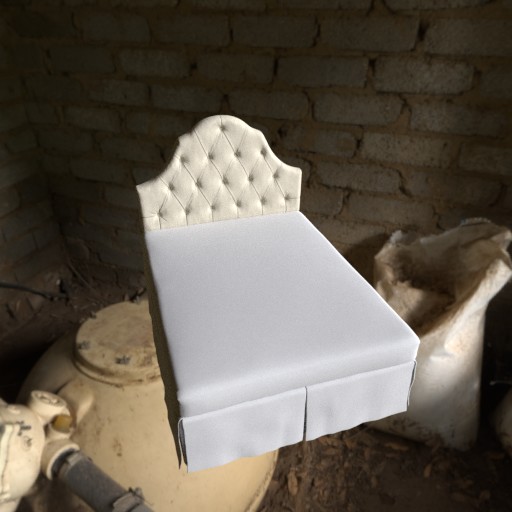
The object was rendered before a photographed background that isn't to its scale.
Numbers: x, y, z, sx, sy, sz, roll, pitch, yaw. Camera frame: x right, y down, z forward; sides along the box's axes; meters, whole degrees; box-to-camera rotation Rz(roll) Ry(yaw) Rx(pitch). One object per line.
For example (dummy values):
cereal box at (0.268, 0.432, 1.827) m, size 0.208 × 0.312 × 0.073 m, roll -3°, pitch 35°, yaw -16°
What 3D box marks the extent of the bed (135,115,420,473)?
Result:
bed at (0.000, 0.000, 3.274) m, size 1.627 × 1.575 × 2.092 m, roll -9°, pitch 32°, yaw -15°
